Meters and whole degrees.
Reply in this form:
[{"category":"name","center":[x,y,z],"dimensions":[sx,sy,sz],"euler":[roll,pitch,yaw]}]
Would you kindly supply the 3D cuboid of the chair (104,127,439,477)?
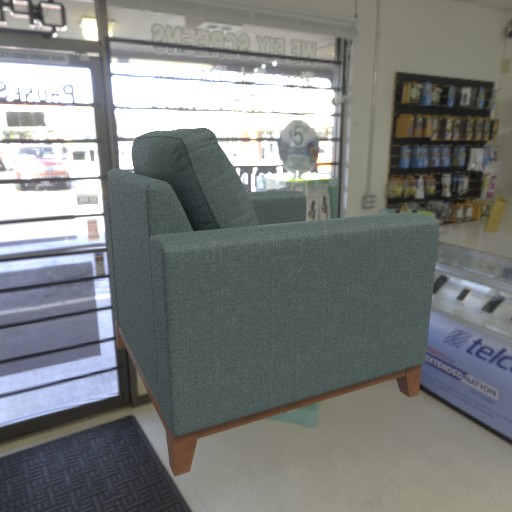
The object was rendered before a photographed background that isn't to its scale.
[{"category":"chair","center":[0.000,0.000,1.839],"dimensions":[1.038,1.010,1.024],"euler":[-7,16,-26]}]
